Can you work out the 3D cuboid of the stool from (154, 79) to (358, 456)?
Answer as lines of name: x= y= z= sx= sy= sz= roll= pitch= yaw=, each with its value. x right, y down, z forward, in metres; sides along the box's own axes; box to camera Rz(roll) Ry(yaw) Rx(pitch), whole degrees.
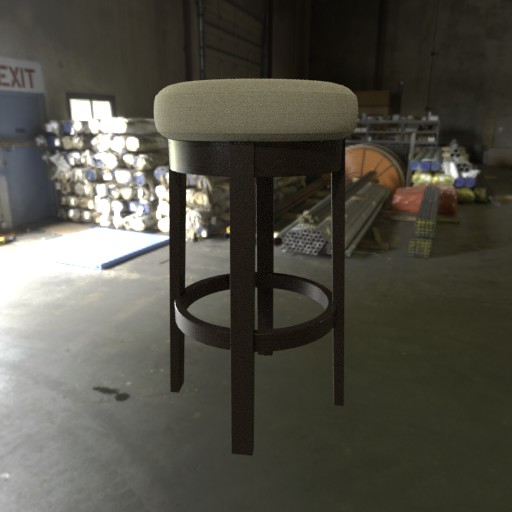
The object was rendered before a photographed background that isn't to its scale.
stool: x=0.000 y=0.000 z=1.043 sx=0.446 sy=0.758 sz=0.446 roll=0 pitch=17 yaw=0
